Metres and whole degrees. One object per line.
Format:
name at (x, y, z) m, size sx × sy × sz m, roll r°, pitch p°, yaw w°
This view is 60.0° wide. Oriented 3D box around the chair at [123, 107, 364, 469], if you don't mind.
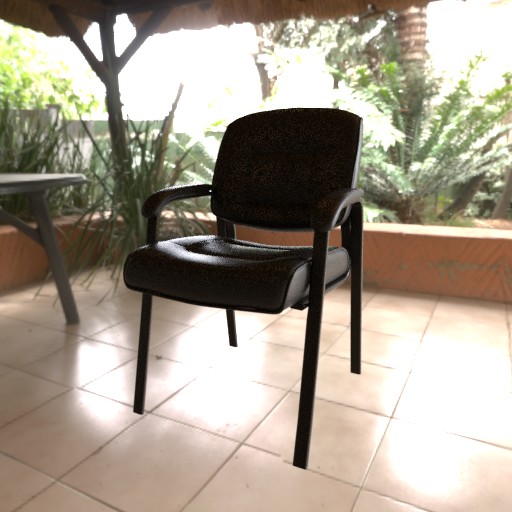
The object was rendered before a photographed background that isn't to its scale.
chair at (0.000, 0.000, 1.340) m, size 0.591 × 0.910 × 0.668 m, roll 6°, pitch 14°, yaw 27°
